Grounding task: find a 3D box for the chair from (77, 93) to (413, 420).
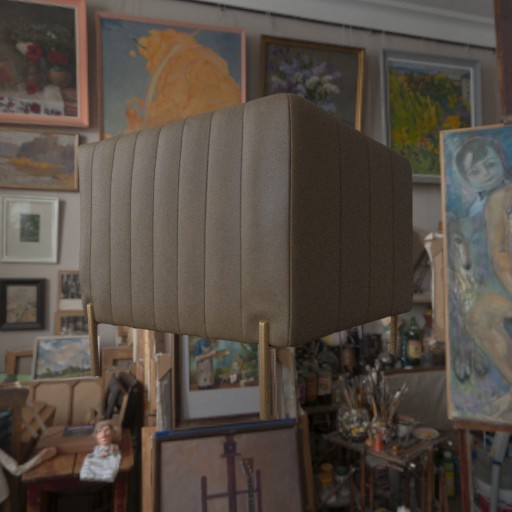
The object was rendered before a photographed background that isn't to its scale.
[{"bbox_3d":[0.000,0.000,1.619,0.876,0.779,0.981,0,0,36],"label":"chair"}]
